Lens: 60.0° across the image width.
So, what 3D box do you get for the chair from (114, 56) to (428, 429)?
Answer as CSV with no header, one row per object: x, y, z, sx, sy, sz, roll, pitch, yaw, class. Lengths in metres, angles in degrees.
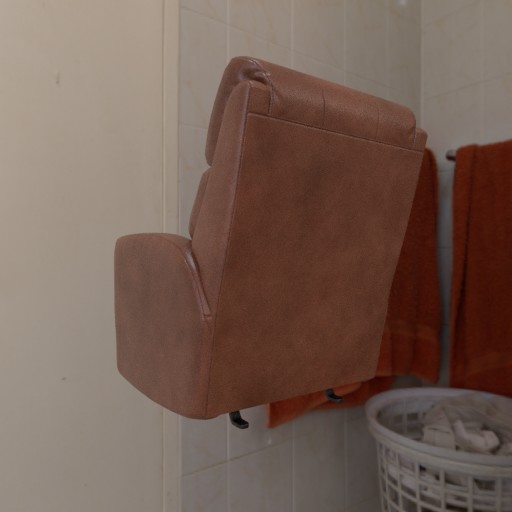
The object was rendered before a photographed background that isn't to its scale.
0.000,0.000,1.606,0.787,1.016,0.939,0,0,-36,chair
